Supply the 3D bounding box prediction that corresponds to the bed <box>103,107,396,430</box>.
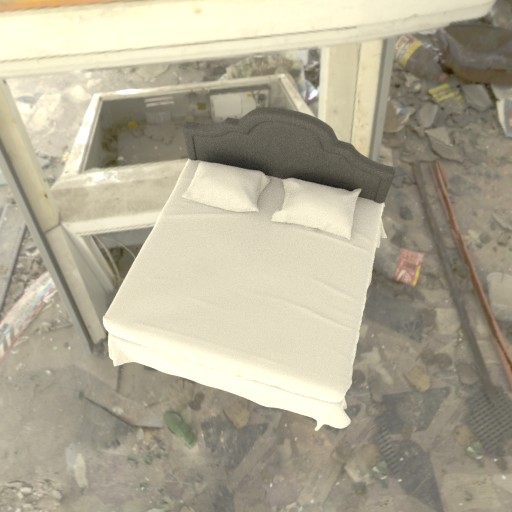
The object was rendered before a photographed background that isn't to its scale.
[{"bbox_3d":[0.000,0.000,3.860,2.303,1.631,2.222,15,59,9],"label":"bed"}]
